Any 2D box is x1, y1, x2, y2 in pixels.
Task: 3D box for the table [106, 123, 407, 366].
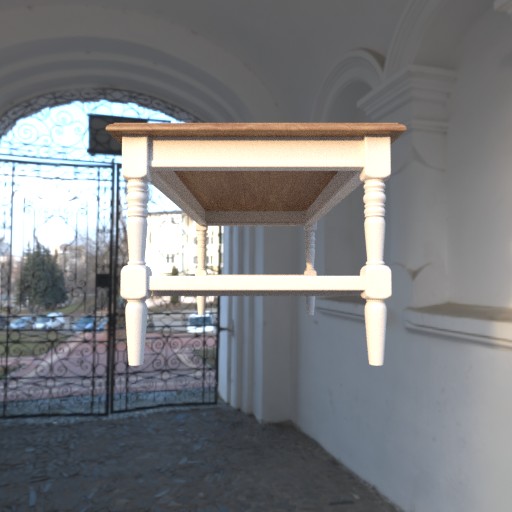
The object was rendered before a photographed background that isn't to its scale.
[{"bbox_3d":[0.000,0.000,1.372,0.559,0.458,1.118,0,-2,0],"label":"table"}]
